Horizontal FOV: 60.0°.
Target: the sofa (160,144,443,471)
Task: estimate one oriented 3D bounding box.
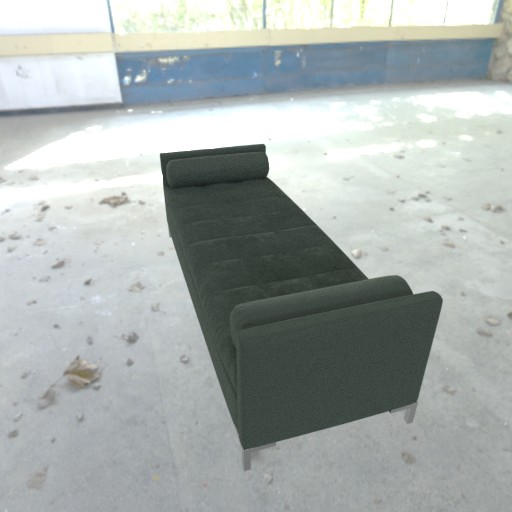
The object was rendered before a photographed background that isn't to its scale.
[{"bbox_3d":[0.000,0.000,2.512,0.797,0.657,2.102,-9,32,-15],"label":"sofa"}]
